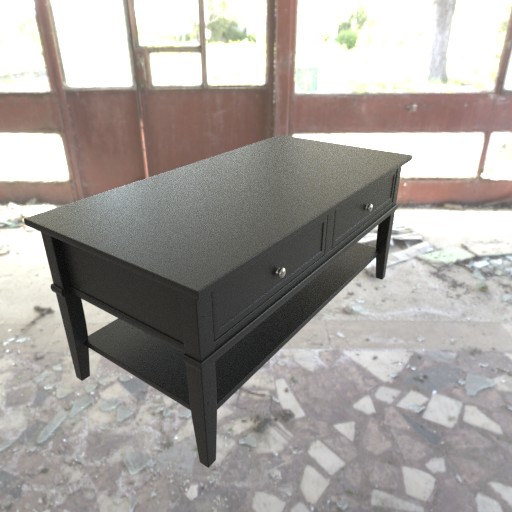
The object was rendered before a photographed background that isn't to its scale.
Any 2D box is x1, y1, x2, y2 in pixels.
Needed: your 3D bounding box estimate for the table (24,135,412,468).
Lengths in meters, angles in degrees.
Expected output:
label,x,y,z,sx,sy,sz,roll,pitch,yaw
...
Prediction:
label,x,y,z,sx,sy,sz,roll,pitch,yaw
table,0.000,0.000,1.333,0.523,0.470,1.044,18,33,31
